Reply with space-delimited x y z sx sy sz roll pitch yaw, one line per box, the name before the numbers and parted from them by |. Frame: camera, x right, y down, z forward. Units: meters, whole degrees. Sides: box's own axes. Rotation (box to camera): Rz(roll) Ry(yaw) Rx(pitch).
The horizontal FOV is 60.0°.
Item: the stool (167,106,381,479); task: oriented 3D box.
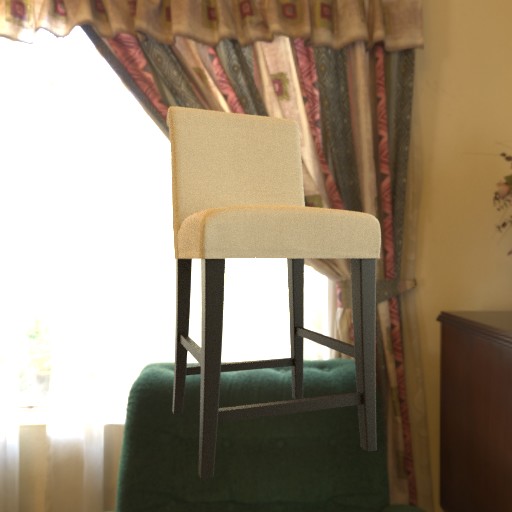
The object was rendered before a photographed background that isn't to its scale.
stool | 0.000 0.000 1.290 0.452 0.976 0.597 0 0 -19
